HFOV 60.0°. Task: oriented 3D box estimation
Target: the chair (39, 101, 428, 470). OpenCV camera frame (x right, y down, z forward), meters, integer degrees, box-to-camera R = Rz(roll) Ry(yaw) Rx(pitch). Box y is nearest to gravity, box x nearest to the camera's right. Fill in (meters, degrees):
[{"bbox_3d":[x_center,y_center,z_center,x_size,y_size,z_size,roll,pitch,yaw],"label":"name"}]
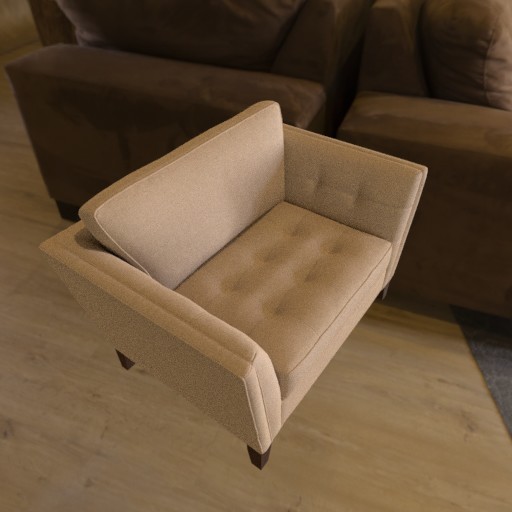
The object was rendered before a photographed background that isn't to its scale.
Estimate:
[{"bbox_3d":[0.000,0.000,2.016,0.965,0.940,1.397,26,47,27],"label":"chair"}]
